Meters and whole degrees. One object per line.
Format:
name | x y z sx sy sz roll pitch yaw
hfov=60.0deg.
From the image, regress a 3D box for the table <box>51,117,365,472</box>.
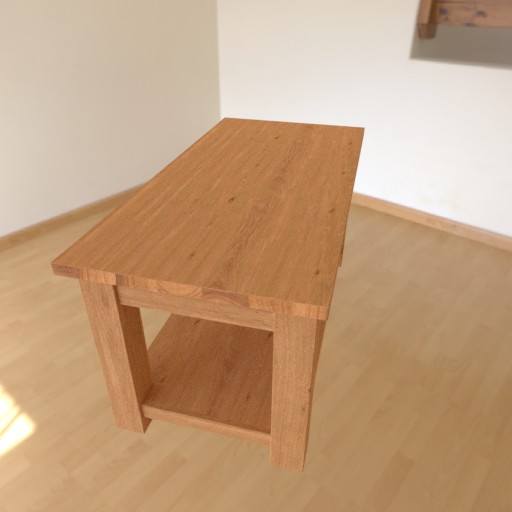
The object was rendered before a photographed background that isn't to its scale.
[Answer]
table | 0.000 0.000 1.156 0.450 0.452 0.899 8 33 12
